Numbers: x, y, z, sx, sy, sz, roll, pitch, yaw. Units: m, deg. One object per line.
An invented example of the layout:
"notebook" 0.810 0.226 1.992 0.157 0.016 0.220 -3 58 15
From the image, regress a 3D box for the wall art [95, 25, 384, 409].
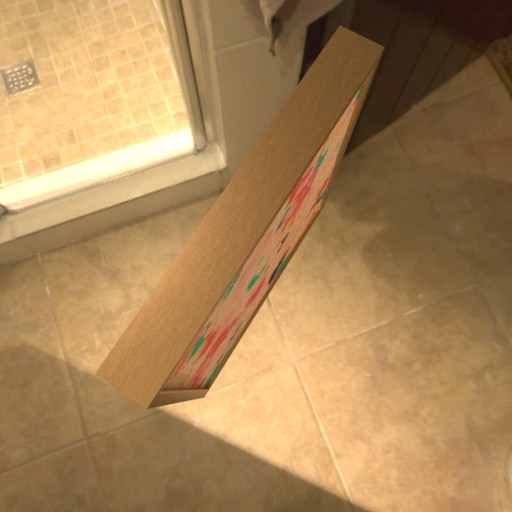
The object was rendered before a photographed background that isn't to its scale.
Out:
"wall art" 0.000 0.000 0.446 0.038 0.305 0.304 31 76 9
